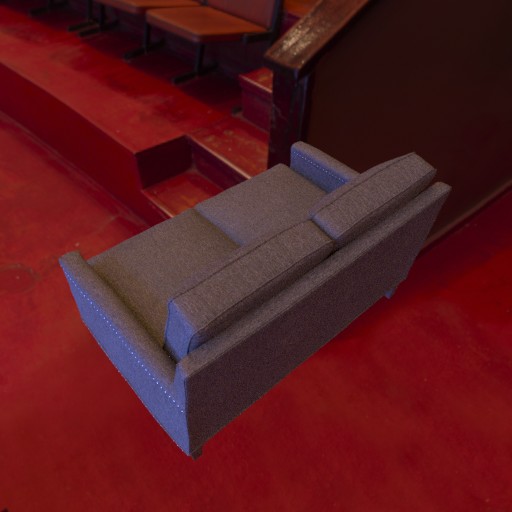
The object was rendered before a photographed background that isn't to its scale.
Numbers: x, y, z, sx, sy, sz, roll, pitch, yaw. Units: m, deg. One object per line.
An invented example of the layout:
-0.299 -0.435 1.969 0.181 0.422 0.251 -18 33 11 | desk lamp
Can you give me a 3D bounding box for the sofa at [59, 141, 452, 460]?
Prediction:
0.000 0.000 2.228 1.597 1.003 1.084 -32 53 -28 | sofa
